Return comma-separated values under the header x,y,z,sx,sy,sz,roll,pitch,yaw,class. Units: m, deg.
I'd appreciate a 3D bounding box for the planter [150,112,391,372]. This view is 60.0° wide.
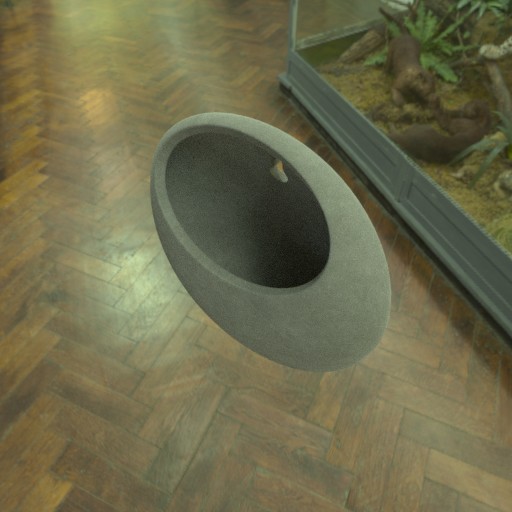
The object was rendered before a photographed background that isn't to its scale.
x,y,z,sx,sy,sz,roll,pitch,yaw,class
0.000,0.000,0.288,0.185,0.188,0.071,30,53,26,planter
